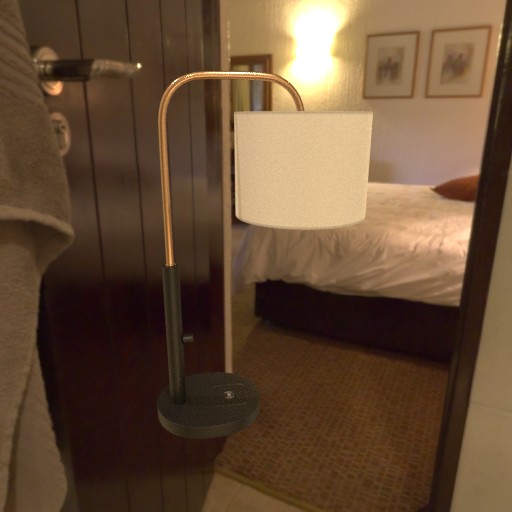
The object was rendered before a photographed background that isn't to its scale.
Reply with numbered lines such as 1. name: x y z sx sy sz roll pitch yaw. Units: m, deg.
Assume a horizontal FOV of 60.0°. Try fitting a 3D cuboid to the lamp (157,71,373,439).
1. lamp: 0.000 0.000 0.699 0.337 0.540 0.199 -3 18 -10
